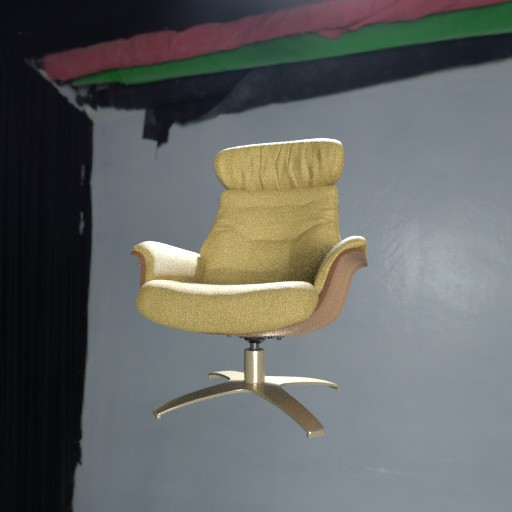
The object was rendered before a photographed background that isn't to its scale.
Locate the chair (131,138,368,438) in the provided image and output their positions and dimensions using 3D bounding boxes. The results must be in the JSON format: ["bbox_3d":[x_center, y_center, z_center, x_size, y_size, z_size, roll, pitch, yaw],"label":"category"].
[{"bbox_3d":[0.000,0.000,1.561,0.785,0.995,0.837,0,-2,18],"label":"chair"}]
